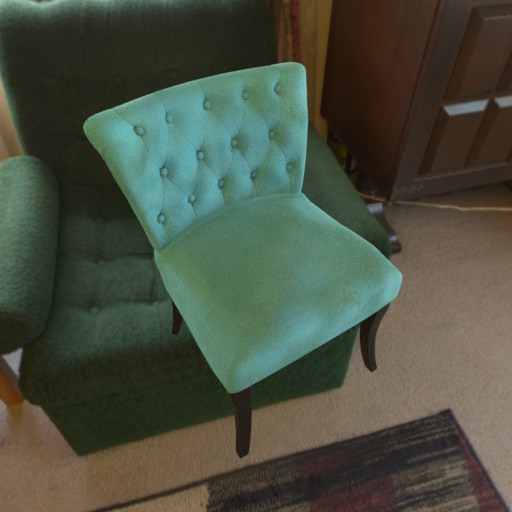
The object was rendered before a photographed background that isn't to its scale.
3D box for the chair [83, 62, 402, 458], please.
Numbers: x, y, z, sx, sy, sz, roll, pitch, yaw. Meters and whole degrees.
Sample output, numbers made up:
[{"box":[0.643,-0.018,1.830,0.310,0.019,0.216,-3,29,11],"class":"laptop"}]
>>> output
[{"box":[0.000,0.000,1.172,0.582,0.750,0.605,-25,50,-22],"class":"chair"}]
